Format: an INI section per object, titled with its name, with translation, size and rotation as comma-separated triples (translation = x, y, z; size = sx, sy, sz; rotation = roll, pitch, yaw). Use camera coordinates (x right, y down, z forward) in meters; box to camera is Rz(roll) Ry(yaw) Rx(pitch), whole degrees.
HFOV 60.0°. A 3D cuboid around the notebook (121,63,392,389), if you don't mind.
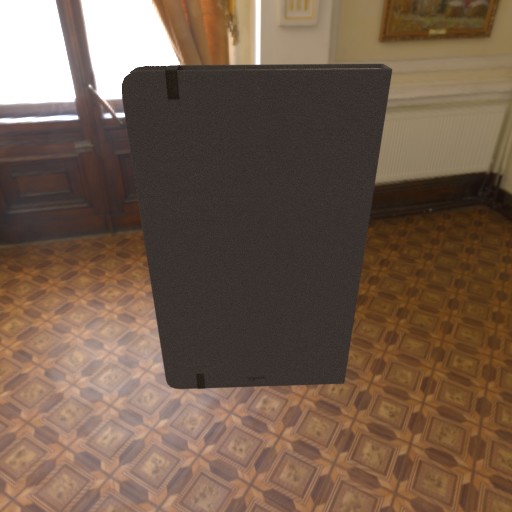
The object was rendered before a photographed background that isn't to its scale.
[notebook]
translation = 0.000, 0.000, 0.267
size = 0.127, 0.213, 0.016
rotation = -1, 32, -2
